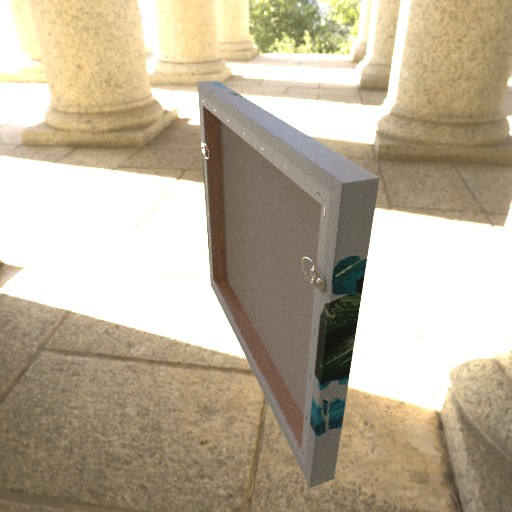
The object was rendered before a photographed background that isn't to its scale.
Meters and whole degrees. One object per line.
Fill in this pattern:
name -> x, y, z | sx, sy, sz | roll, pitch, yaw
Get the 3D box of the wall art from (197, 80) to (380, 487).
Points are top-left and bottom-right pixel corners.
wall art -> 0.000, 0.000, 0.692 | 0.041, 0.435, 0.507 | -11, 33, -17
